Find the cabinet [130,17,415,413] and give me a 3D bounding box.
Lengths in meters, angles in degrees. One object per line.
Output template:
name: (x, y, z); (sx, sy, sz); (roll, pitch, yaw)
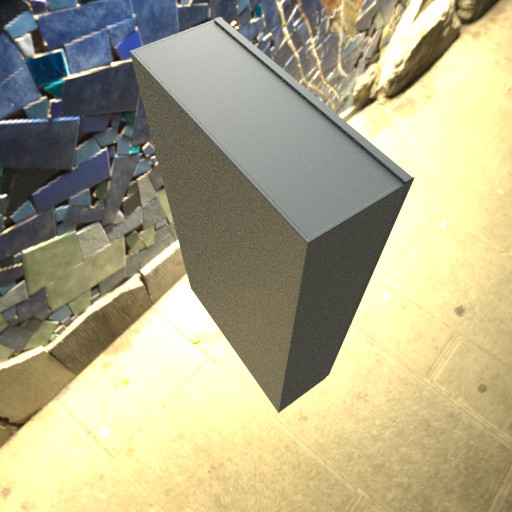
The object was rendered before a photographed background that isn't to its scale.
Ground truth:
cabinet: (0.000, 0.000, 2.639); (0.480, 2.160, 1.250); (-30, 62, -18)
